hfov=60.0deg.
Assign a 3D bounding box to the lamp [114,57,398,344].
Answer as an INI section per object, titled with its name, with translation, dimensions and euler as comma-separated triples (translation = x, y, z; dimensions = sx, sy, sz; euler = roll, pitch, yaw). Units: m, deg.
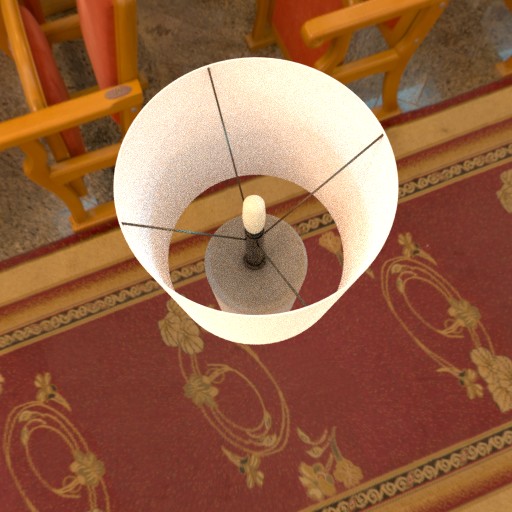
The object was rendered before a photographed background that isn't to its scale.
[lamp]
translation = 0.000, 0.000, 0.522
dimensions = 0.206, 0.416, 0.206
euler = -20, 75, -6
